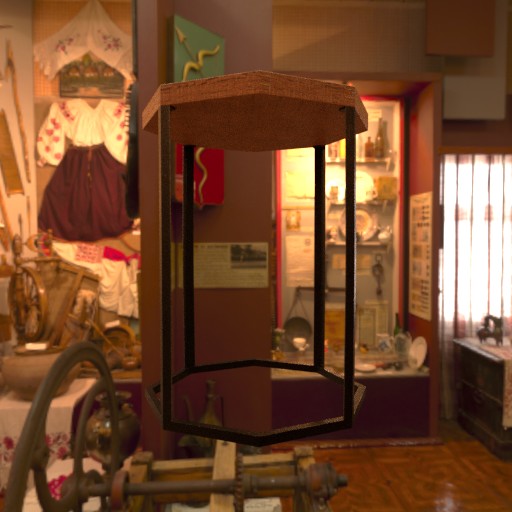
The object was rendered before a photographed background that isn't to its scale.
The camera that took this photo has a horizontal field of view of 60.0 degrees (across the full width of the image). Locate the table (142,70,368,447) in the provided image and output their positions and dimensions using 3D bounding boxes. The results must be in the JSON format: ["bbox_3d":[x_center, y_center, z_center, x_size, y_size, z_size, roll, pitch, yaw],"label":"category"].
[{"bbox_3d":[0.000,0.000,0.868,0.437,0.553,0.437,0,2,-1],"label":"table"}]
